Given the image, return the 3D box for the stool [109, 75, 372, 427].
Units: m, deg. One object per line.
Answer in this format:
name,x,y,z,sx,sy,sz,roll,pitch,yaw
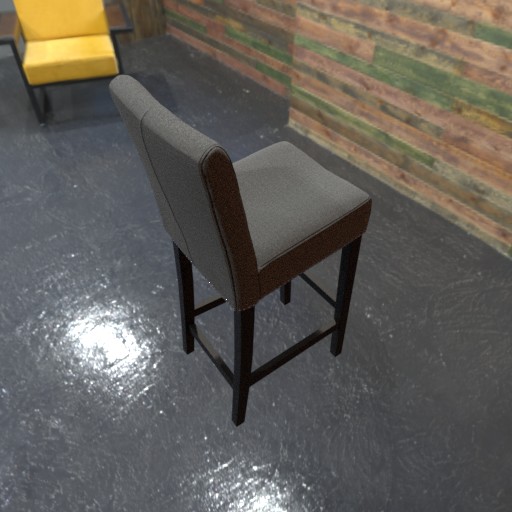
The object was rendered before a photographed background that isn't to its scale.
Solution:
stool,0.000,0.000,1.309,0.548,1.047,0.411,-26,49,-25
